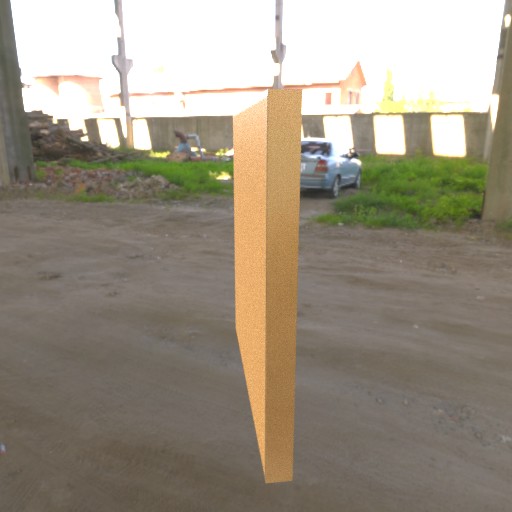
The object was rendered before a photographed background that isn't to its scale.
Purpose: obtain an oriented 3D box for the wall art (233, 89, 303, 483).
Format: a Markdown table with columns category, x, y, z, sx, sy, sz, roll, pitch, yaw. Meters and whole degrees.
| category | x | y | z | sx | sy | sz | roll | pitch | yaw |
| --- | --- | --- | --- | --- | --- | --- | --- | --- | --- |
| wall art | 0.000 | 0.000 | 0.792 | 0.038 | 0.511 | 0.513 | -2 | 15 | -7 |
